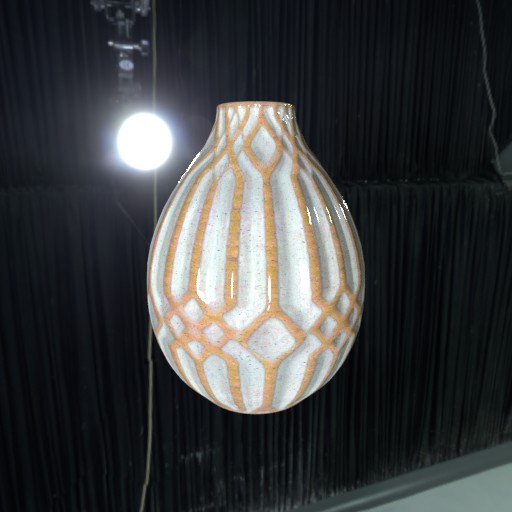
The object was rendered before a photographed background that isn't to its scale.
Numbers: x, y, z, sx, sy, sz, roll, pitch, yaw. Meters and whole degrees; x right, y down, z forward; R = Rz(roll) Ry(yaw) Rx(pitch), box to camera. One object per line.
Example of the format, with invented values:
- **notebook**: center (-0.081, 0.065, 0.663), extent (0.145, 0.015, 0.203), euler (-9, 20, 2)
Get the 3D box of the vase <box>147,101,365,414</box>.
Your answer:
- **vase**: center (0.000, 0.000, 0.270), extent (0.131, 0.175, 0.131), euler (0, 13, 0)
